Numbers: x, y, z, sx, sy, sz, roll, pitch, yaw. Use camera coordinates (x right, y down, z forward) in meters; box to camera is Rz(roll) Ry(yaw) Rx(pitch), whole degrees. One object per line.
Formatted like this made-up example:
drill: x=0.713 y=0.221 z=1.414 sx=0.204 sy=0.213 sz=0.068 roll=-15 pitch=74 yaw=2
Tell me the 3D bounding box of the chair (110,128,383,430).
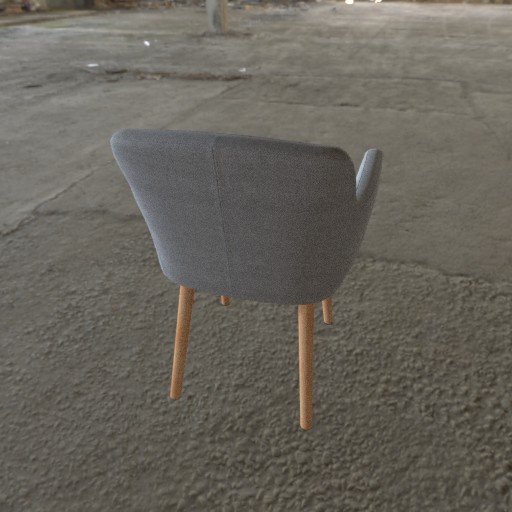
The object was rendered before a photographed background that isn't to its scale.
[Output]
chair: x=0.000 y=0.000 z=1.167 sx=0.570 sy=0.780 sz=0.540 roll=8 pitch=33 yaw=13
